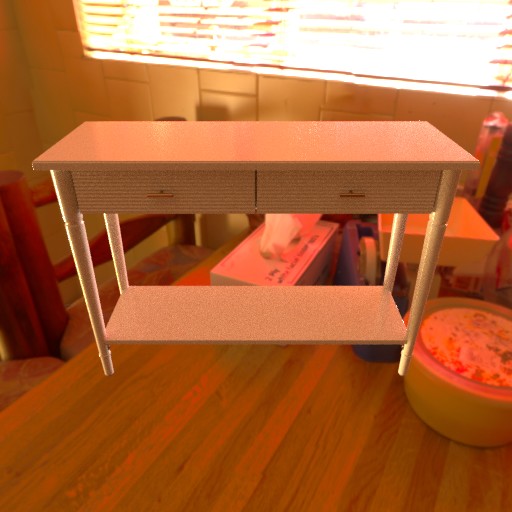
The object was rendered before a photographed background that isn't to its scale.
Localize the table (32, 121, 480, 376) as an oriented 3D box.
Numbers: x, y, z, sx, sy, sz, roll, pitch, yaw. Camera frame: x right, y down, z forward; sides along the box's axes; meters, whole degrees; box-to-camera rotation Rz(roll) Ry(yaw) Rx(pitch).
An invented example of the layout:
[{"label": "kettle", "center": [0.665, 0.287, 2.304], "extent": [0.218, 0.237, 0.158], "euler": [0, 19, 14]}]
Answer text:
[{"label": "table", "center": [0.000, 0.000, 1.407], "extent": [1.067, 0.749, 0.381], "euler": [0, 31, 0]}]
